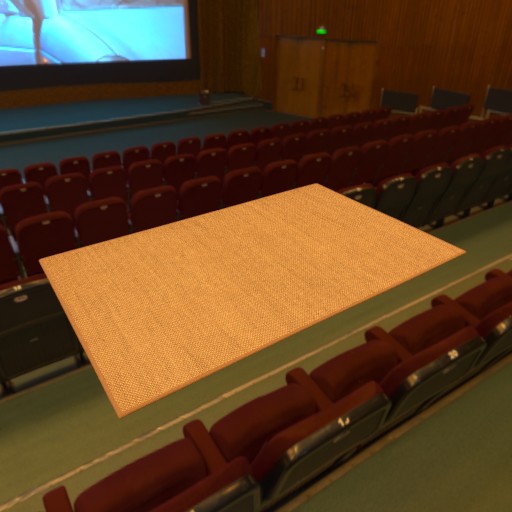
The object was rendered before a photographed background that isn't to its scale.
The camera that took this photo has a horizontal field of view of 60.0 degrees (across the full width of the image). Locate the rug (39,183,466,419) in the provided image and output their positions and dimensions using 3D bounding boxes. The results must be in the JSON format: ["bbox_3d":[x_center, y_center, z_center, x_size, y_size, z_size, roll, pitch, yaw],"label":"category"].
[{"bbox_3d":[0.000,0.000,2.039,1.668,0.012,1.061,-19,36,-29],"label":"rug"}]
